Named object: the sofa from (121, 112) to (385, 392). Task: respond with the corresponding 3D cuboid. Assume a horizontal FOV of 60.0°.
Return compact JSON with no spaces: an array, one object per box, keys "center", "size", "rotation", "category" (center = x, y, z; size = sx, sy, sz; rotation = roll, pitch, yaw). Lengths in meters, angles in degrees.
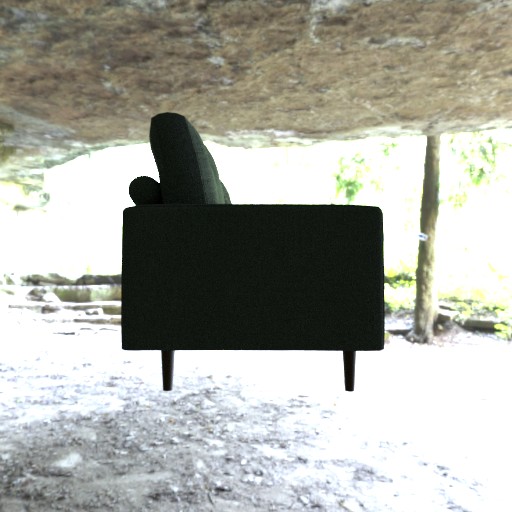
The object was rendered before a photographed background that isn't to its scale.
[{"center":[0.000,0.000,2.003],"size":[0.842,0.907,1.407],"rotation":[0,-2,1],"category":"sofa"}]
